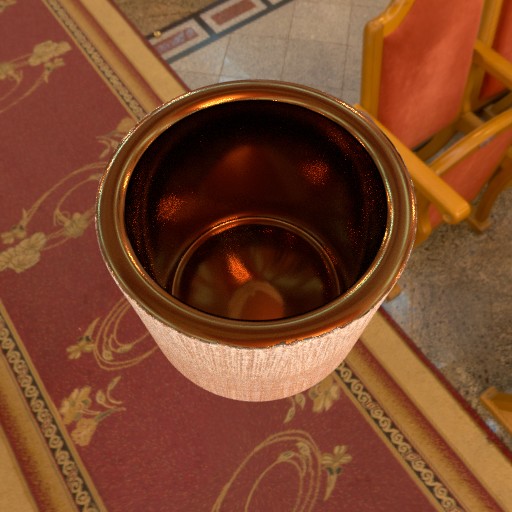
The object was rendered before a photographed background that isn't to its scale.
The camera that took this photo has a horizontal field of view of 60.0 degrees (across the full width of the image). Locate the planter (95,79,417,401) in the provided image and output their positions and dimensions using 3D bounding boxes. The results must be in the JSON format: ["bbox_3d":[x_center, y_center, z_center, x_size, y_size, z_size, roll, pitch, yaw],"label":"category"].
[{"bbox_3d":[0.000,0.000,0.311,0.177,0.157,0.177,0,63,0],"label":"planter"}]
